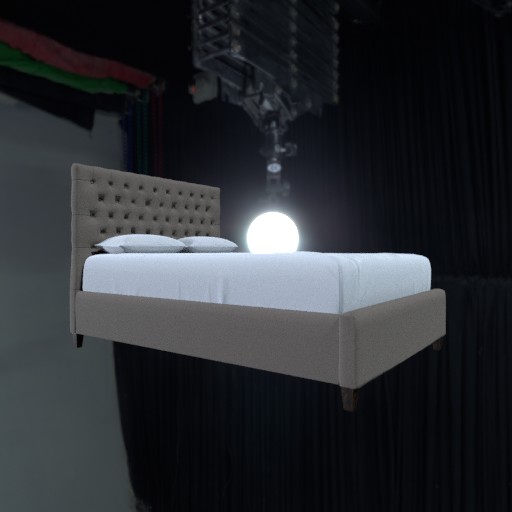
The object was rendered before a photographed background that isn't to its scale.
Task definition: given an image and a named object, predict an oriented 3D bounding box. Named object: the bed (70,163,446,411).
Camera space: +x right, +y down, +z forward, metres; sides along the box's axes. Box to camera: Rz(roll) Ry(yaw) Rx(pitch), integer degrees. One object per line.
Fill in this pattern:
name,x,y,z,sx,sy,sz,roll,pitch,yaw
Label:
bed,0.000,0.000,3.414,2.387,1.427,1.698,1,1,36
